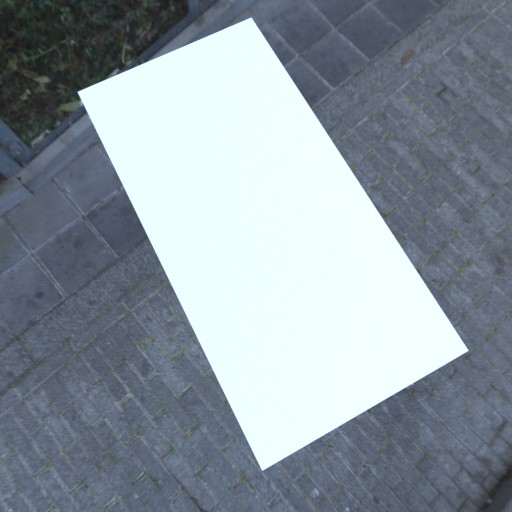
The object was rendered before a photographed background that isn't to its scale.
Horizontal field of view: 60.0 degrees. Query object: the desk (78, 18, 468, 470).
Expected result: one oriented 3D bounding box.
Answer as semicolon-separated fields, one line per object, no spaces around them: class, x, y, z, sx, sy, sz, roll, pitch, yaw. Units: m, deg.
desk;0.000;0.000;1.397;0.497;0.762;0.990;-27;75;-8
